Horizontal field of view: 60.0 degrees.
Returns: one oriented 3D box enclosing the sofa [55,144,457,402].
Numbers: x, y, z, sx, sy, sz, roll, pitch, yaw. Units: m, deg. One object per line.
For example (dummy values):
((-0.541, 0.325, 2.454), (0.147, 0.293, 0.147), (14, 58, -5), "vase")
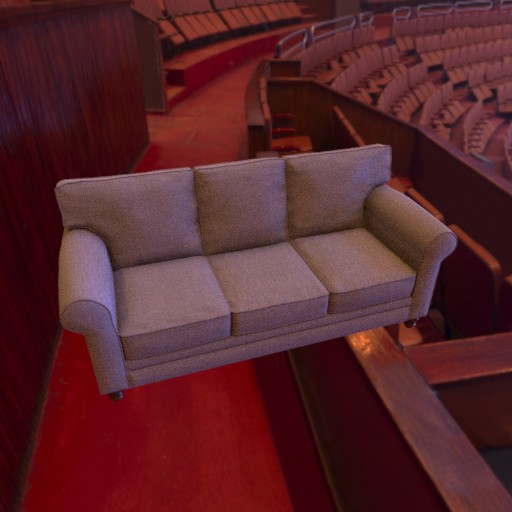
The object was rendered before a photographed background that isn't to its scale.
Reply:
((0.000, 0.000, 2.586), (2.084, 0.961, 0.916), (-10, 33, -16), "sofa")
